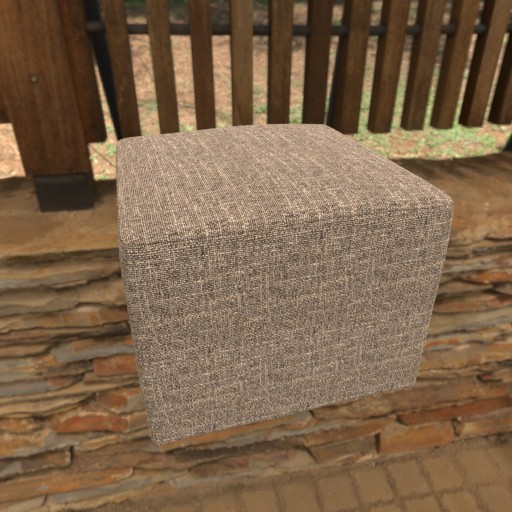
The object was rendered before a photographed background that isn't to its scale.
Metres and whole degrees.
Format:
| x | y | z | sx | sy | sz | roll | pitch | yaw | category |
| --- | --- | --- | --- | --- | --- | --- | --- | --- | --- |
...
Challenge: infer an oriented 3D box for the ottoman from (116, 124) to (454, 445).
| x | y | z | sx | sy | sz | roll | pitch | yaw | category |
| --- | --- | --- | --- | --- | --- | --- | --- | --- | --- |
| 0.000 | 0.000 | 0.919 | 0.512 | 0.453 | 0.521 | -8 | 31 | -14 | ottoman |
